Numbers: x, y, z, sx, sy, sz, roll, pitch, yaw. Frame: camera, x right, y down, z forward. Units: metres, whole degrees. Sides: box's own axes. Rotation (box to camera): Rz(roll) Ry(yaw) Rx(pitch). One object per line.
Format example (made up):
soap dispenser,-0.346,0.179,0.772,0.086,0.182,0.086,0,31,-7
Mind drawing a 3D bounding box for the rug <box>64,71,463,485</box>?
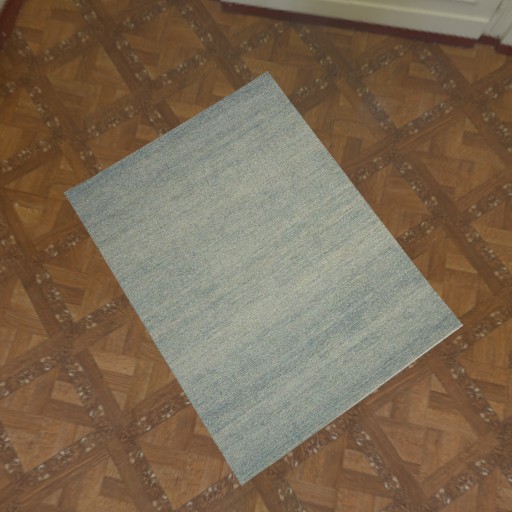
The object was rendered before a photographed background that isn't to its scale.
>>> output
rug,0.000,0.000,4.250,2.461,0.046,3.237,-33,79,-7
